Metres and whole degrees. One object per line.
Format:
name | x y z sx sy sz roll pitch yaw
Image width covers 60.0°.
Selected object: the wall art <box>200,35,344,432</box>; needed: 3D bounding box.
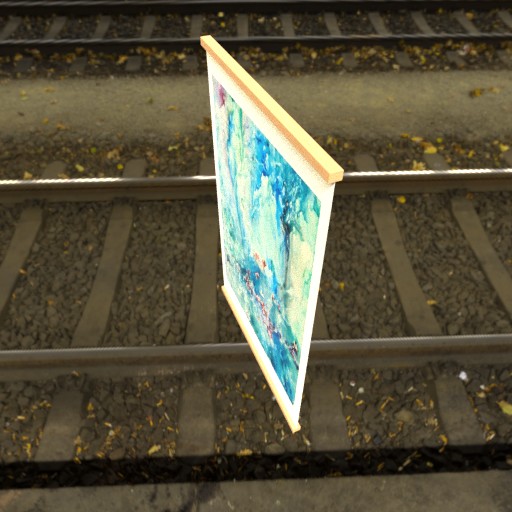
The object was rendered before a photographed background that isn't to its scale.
wall art | 0.000 0.000 1.311 0.027 1.020 0.669 -17 48 -16
